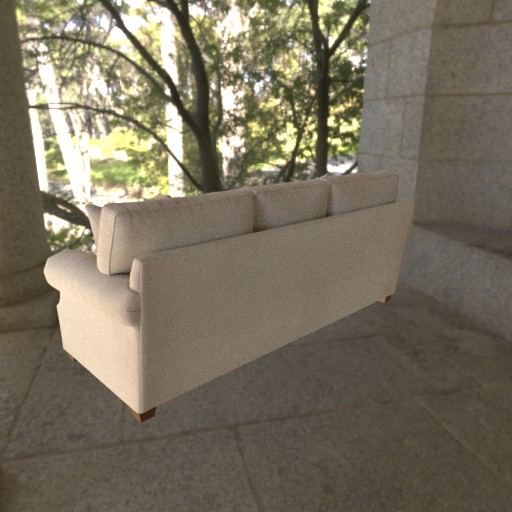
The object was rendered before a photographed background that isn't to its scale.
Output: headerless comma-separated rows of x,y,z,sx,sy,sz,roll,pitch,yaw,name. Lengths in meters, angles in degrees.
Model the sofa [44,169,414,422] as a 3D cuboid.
0.000,0.000,2.780,2.312,0.975,0.965,-15,21,-42,sofa
